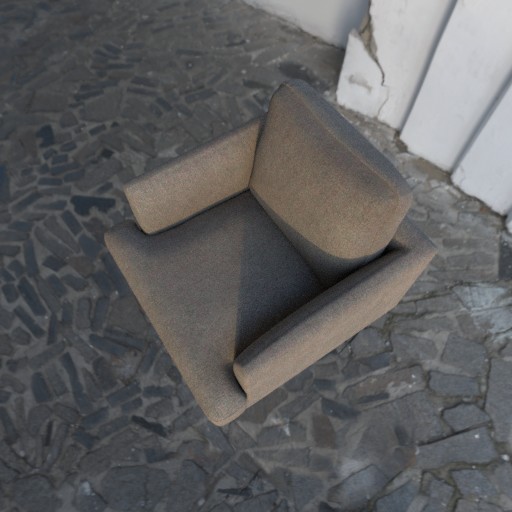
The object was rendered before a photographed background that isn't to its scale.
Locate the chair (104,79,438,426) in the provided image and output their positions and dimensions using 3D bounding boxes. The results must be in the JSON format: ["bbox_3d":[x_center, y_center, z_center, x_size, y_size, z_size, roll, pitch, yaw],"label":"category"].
[{"bbox_3d":[0.000,0.000,1.664,0.899,0.957,0.858,-31,67,-15],"label":"chair"}]
